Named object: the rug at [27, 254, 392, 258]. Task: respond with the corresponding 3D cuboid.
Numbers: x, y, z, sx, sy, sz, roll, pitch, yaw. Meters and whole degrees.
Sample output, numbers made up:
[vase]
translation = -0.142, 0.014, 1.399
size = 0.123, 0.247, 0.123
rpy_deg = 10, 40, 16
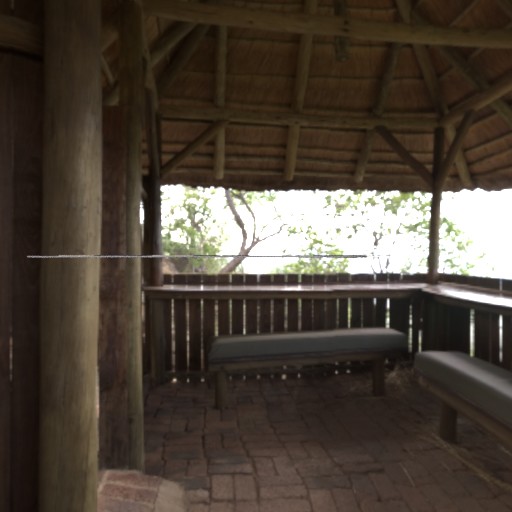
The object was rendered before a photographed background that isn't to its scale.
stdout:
[rug]
translation = 0.000, 0.000, 4.358
size = 2.443, 0.024, 3.228
rpy_deg = 0, 0, 20
